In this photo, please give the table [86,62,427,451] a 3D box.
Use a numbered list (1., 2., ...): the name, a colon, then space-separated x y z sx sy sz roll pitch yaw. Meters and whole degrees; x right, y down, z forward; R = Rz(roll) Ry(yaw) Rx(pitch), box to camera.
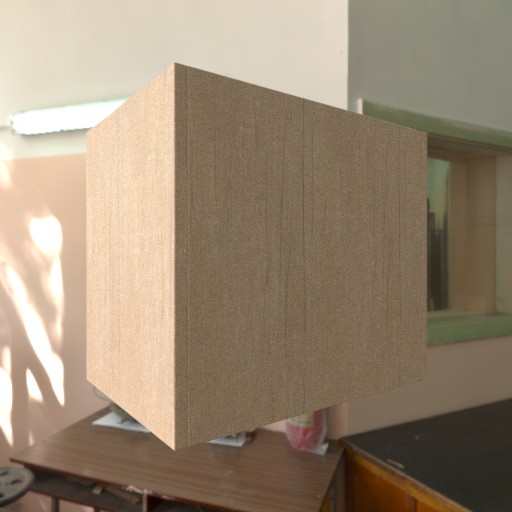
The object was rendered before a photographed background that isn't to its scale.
1. table: 0.000 0.000 0.917 0.570 0.510 0.420 0 0 -36
